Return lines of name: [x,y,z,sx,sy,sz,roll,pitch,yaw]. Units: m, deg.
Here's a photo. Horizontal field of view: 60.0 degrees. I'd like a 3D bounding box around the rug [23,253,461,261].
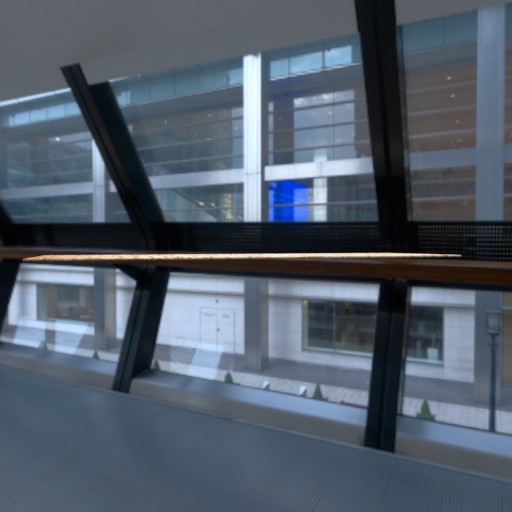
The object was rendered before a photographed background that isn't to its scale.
rug: [0.000,0.000,2.703,2.435,0.011,0.750,0,1,-19]
